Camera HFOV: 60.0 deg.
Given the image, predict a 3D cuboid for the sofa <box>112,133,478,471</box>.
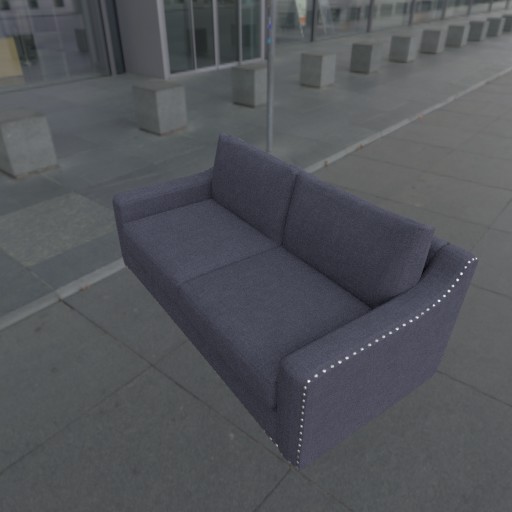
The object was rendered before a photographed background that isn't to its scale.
[{"bbox_3d":[0.000,0.000,3.294,1.336,1.196,2.550,-20,37,-29],"label":"sofa"}]
